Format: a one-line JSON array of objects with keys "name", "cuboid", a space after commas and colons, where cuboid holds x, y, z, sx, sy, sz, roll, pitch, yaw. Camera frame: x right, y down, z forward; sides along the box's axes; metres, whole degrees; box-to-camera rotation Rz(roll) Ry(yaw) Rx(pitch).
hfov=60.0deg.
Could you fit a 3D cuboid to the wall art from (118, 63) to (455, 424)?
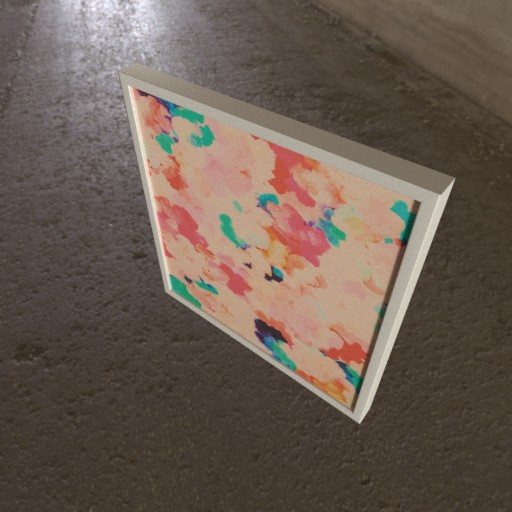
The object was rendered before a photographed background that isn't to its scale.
[{"name": "wall art", "cuboid": [0.000, 0.000, 0.744, 0.506, 0.505, 0.038, 29, 51, 27]}]
